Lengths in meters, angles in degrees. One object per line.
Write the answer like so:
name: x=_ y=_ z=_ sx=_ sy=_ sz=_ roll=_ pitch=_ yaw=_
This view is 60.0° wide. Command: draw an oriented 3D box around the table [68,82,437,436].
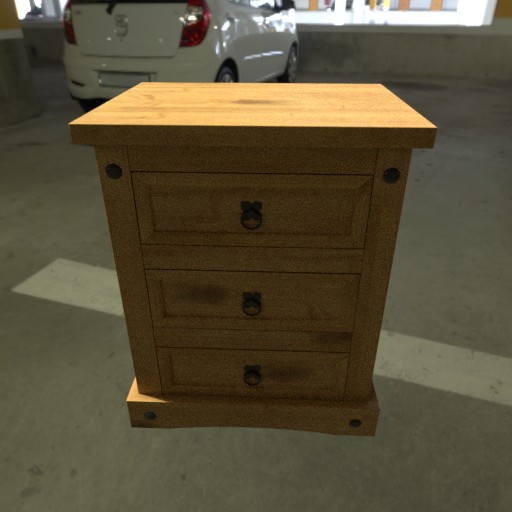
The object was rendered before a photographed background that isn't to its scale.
table: x=0.000 y=0.000 z=1.205 sx=0.660 sy=0.813 sz=0.500 roll=1 pitch=30 yaw=2
